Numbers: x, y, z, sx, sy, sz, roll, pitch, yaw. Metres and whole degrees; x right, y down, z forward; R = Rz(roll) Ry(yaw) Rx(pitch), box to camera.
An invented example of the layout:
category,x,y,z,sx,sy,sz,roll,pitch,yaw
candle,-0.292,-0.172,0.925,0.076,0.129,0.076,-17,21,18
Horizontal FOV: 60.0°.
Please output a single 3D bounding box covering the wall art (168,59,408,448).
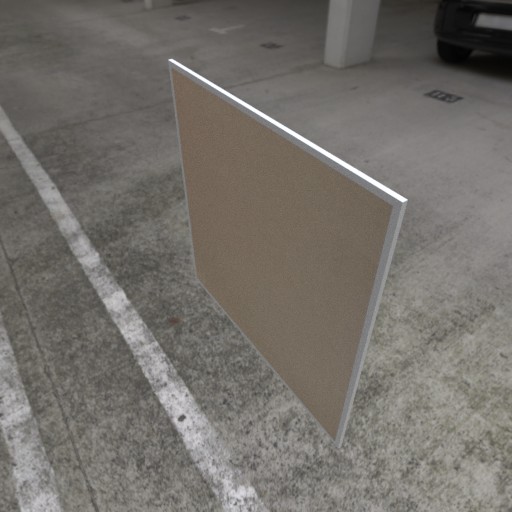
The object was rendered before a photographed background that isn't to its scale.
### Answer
category,x,y,z,sx,sy,sz,roll,pitch,yaw
wall art,0.000,0.000,0.675,0.007,0.456,0.456,-24,47,-25
